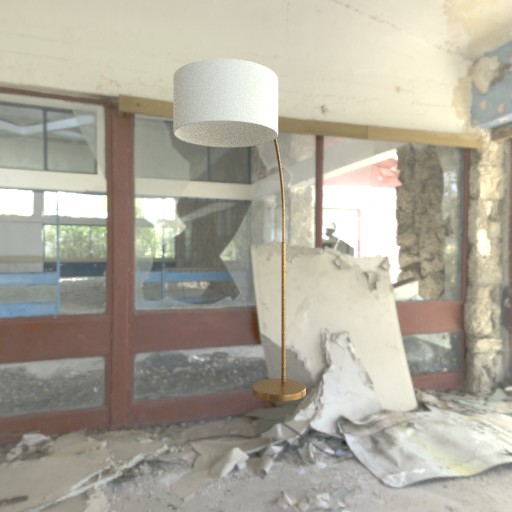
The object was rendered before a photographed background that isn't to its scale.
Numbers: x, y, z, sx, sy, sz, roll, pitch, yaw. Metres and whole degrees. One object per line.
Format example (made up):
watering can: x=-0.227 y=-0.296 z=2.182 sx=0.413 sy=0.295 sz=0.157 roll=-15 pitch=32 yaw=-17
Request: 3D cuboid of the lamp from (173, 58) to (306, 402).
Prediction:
lamp: x=0.000 y=0.000 z=2.570 sx=0.493 sy=1.927 sz=1.434 roll=0 pitch=1 yaw=18
